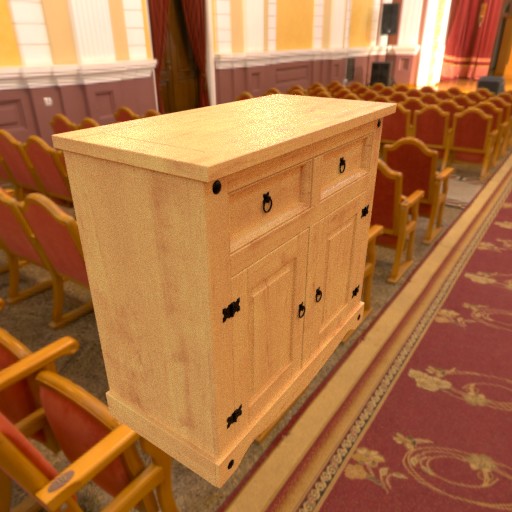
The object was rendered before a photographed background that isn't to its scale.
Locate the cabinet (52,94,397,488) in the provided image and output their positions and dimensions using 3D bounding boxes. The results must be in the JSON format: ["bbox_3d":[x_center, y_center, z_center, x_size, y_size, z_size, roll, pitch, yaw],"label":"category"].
[{"bbox_3d":[0.000,0.000,1.381,0.450,0.840,0.920,17,31,31],"label":"cabinet"}]
